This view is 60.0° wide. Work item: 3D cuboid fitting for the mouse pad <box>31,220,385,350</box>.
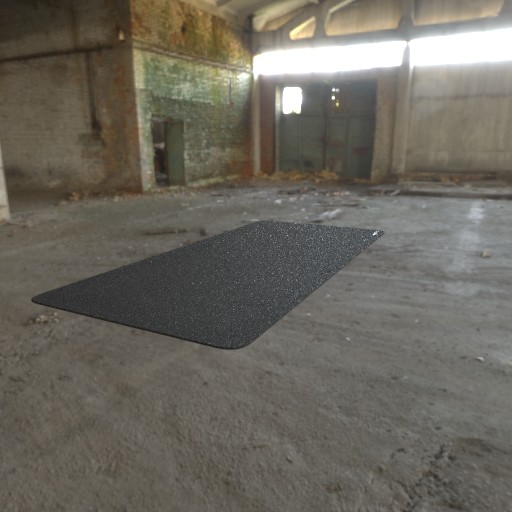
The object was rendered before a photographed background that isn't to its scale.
[{"bbox_3d":[0.000,0.000,1.051,0.424,0.003,0.907,7,16,27],"label":"mouse pad"}]
